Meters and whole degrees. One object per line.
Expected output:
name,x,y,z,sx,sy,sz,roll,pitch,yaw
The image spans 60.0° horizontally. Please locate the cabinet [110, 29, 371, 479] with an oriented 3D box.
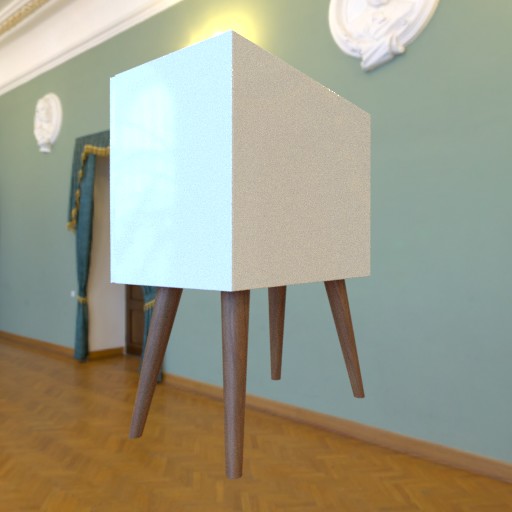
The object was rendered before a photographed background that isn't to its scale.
cabinet,0.000,0.000,1.089,0.344,0.772,0.591,0,1,37
